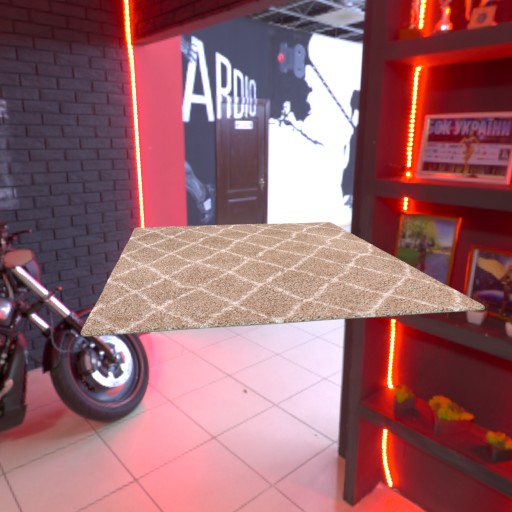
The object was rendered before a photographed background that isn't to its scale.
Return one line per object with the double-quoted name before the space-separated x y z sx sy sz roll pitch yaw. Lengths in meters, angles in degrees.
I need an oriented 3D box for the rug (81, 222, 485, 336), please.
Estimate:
"rug" 0.000 0.000 4.044 2.438 0.029 3.047 -2 15 -9
